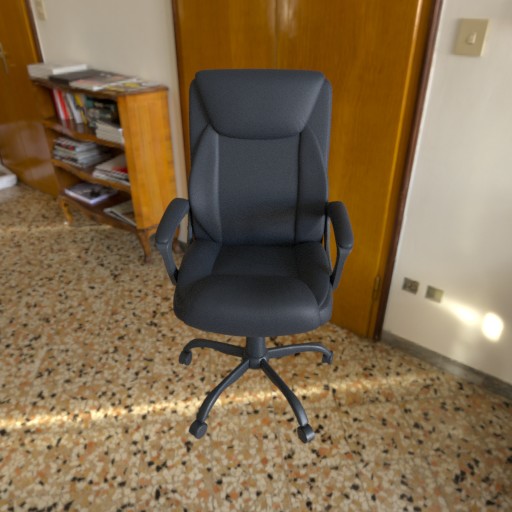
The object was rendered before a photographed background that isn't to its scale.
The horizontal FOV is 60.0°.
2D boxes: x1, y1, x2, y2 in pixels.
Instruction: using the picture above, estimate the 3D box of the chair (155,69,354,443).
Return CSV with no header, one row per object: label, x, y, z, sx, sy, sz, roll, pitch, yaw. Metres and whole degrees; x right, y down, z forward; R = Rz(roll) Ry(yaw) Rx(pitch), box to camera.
chair,0.000,0.000,1.456,0.615,1.072,0.655,1,30,3
